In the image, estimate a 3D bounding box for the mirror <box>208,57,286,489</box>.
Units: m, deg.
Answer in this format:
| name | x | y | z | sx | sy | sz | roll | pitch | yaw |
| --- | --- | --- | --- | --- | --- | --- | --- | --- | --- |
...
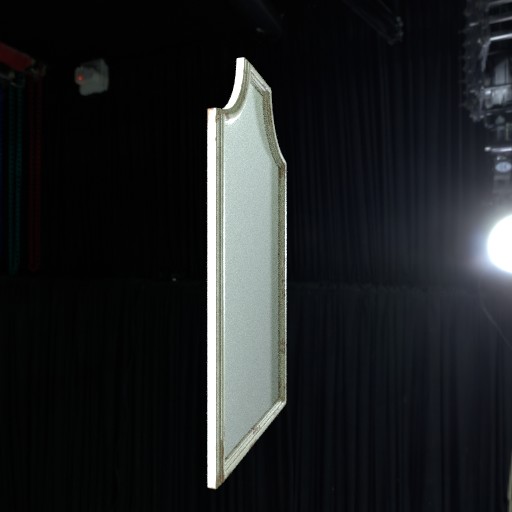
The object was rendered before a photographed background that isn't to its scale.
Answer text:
| name | x | y | z | sx | sy | sz | roll | pitch | yaw |
| --- | --- | --- | --- | --- | --- | --- | --- | --- | --- |
| mirror | 0.000 | 0.000 | 0.872 | 0.022 | 0.717 | 0.403 | 0 | 0 | 19 |
